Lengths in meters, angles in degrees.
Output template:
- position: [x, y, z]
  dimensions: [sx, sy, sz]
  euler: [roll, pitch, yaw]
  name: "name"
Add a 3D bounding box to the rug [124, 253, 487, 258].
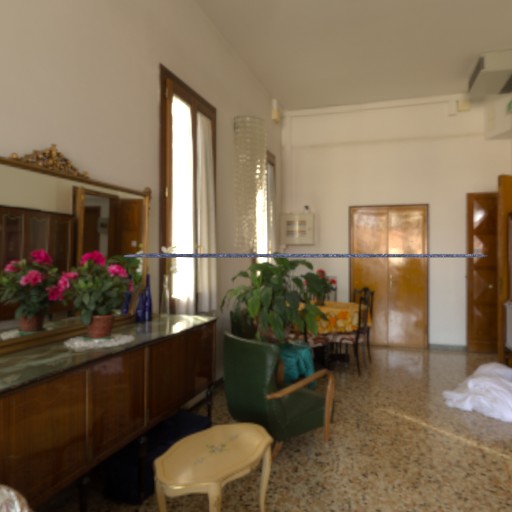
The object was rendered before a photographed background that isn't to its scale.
- position: [0.000, 0.000, 4.267]
  dimensions: [2.385, 0.024, 3.245]
  euler: [0, 0, -18]
  name: "rug"
